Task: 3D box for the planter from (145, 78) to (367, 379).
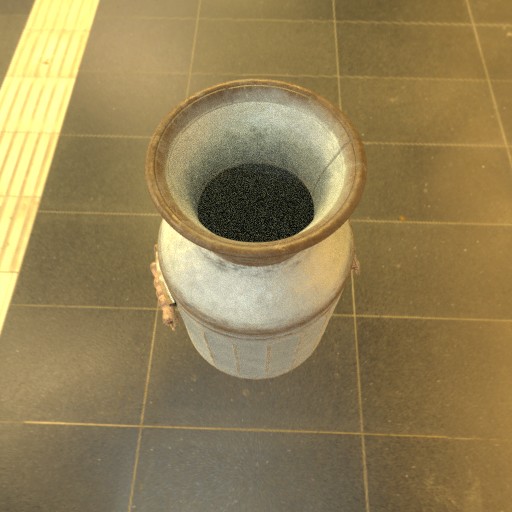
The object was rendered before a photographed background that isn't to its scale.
[{"bbox_3d":[0.000,0.000,0.513,0.248,0.358,0.215,-16,65,-8],"label":"planter"}]
